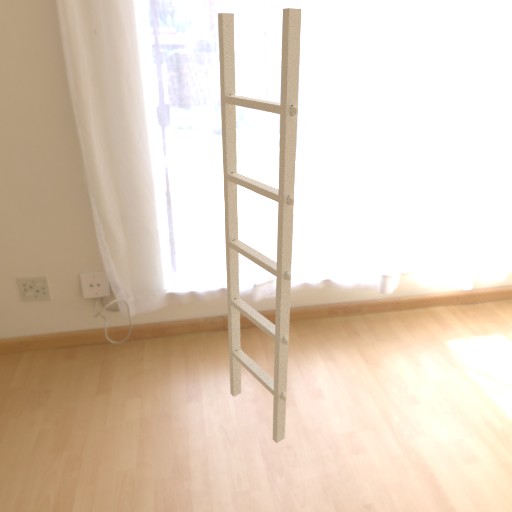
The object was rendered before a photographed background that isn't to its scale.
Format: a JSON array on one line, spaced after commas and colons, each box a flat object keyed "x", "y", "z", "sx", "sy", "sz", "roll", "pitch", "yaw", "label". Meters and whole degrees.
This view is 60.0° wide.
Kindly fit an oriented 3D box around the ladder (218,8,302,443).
[{"x": 0.000, "y": 0.000, "z": 1.856, "sx": 0.051, "sy": 1.797, "sz": 0.452, "roll": -18, "pitch": 31, "yaw": -31, "label": "ladder"}]
